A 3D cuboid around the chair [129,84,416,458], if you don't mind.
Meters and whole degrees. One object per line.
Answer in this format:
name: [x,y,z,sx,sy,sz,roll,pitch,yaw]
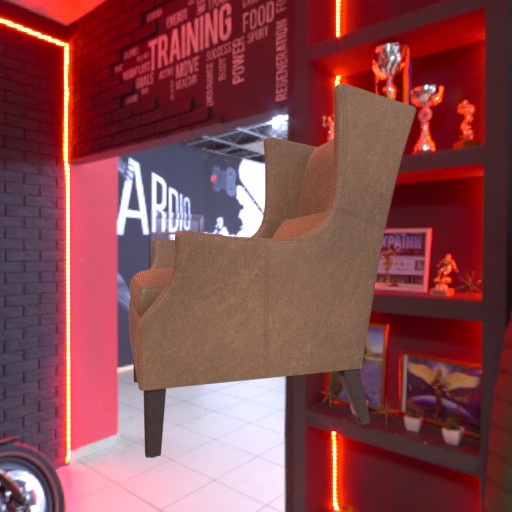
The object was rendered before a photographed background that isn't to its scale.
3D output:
chair: [0.000,0.000,1.680,0.913,1.088,0.815,0,0,-18]
